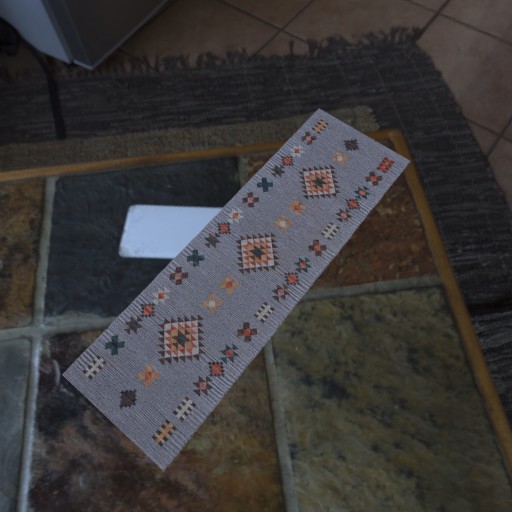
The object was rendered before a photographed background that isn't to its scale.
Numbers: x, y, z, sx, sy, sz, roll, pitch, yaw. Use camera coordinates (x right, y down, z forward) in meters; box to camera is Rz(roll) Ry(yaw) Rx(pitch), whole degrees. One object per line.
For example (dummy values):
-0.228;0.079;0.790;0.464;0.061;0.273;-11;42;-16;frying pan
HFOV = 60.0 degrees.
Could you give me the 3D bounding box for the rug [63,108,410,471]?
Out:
0.000;0.000;2.721;0.766;0.008;2.432;36;70;15;rug
